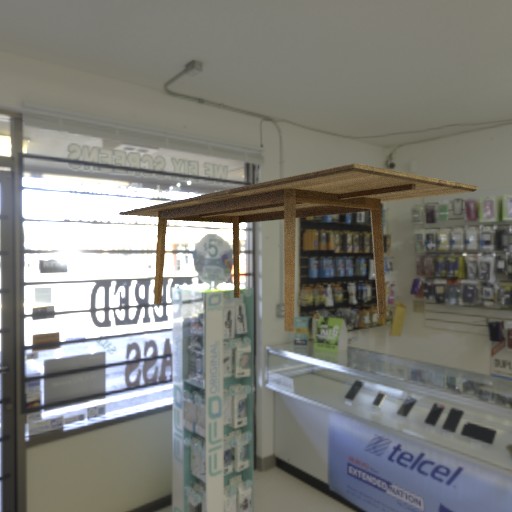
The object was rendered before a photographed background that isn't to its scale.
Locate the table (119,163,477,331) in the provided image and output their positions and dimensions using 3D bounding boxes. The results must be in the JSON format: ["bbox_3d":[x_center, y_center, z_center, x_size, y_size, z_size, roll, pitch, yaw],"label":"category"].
[{"bbox_3d":[0.000,0.000,3.109,1.000,0.752,2.603,0,0,-37],"label":"table"}]
